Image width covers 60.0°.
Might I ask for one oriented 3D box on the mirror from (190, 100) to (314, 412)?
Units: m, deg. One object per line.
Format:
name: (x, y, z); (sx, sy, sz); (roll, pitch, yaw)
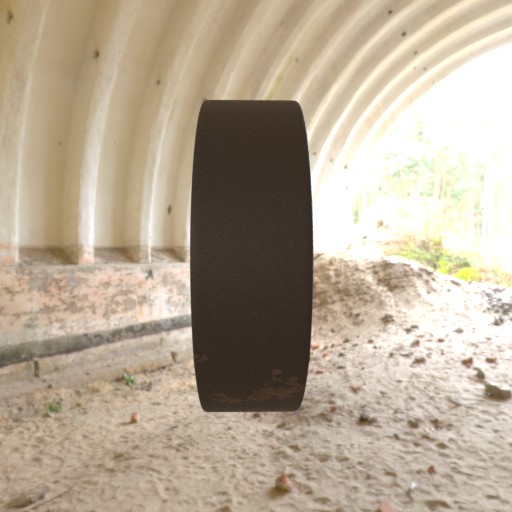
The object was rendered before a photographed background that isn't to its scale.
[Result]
mirror: (0.000, 0.000, 0.581); (0.126, 0.386, 0.386); (0, 0, -1)
